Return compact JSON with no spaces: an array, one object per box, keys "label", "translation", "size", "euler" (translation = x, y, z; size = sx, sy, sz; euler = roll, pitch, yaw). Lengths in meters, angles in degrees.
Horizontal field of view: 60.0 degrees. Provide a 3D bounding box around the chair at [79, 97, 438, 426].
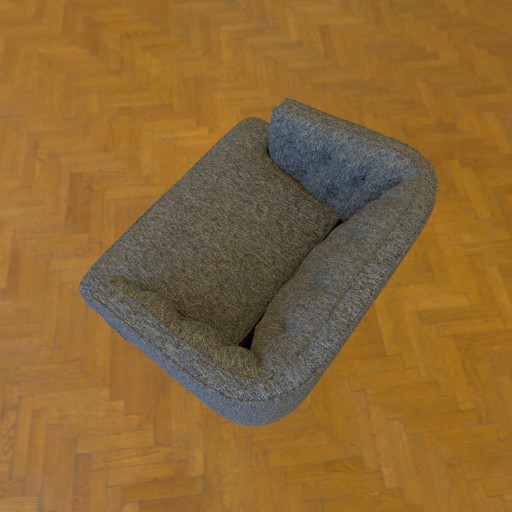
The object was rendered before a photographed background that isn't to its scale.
[{"label":"chair","translation":[0.000,0.000,1.759],"size":[0.941,0.852,1.104],"euler":[35,69,15]}]
